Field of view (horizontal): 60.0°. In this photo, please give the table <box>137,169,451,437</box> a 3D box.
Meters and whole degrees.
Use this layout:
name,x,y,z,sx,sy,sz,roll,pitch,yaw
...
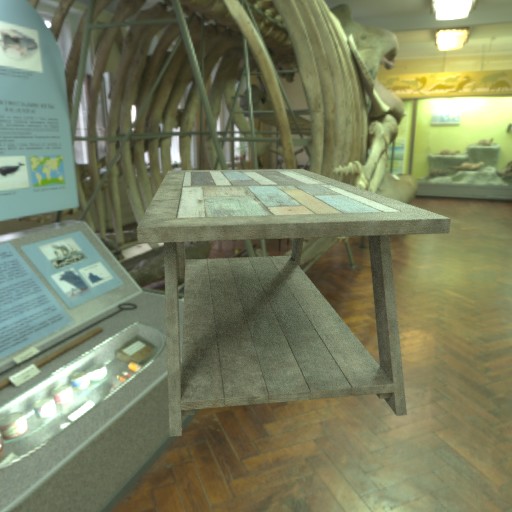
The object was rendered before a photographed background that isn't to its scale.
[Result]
name,x,y,z,sx,sy,sz,roll,pitch,yaw
table,0.000,0.000,1.484,0.610,0.470,1.219,-2,16,-8
